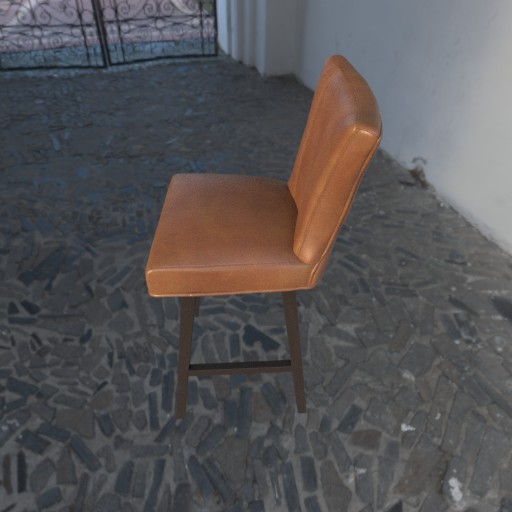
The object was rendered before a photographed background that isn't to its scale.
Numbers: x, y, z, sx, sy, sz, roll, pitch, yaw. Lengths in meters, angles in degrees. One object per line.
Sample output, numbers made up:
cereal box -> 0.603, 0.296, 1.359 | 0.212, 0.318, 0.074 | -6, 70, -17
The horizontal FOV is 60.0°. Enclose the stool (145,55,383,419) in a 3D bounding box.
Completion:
stool -> 0.000, 0.000, 1.426 | 0.585, 1.094, 0.522 | 0, 40, 0
